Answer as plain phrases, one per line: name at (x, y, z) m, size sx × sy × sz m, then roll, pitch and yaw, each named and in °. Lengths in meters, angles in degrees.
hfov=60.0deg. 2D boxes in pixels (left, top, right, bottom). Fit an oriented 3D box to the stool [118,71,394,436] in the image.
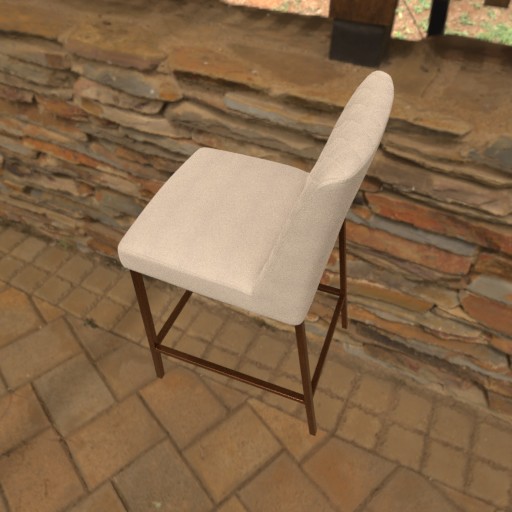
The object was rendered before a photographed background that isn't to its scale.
stool at (0.000, 0.000, 1.265) m, size 0.576 × 0.973 × 0.507 m, roll 16°, pitch 48°, yaw 15°
